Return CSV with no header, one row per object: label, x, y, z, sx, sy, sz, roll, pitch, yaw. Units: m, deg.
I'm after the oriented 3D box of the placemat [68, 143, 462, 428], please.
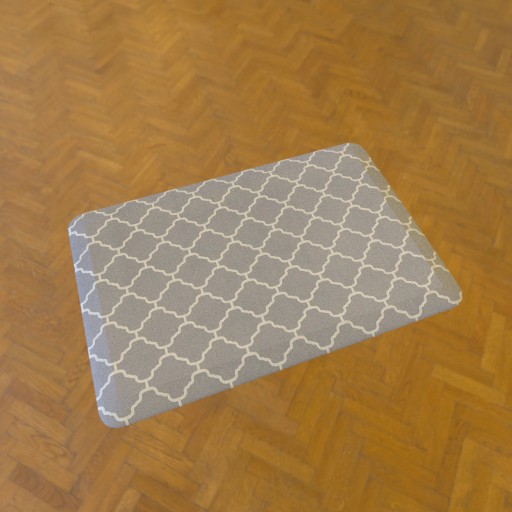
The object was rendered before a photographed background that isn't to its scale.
placemat,0.000,0.000,0.974,0.762,0.021,0.508,-17,59,-11
